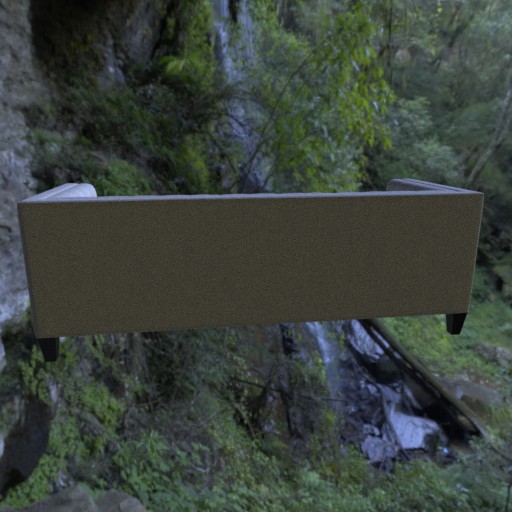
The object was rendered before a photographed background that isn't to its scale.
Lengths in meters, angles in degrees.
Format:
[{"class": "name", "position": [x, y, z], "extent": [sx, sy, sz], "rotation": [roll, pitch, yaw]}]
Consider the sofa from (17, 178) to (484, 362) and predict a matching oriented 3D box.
[{"class": "sofa", "position": [0.000, 0.000, 2.476], "extent": [2.159, 0.762, 0.775], "rotation": [-2, 15, -8]}]
